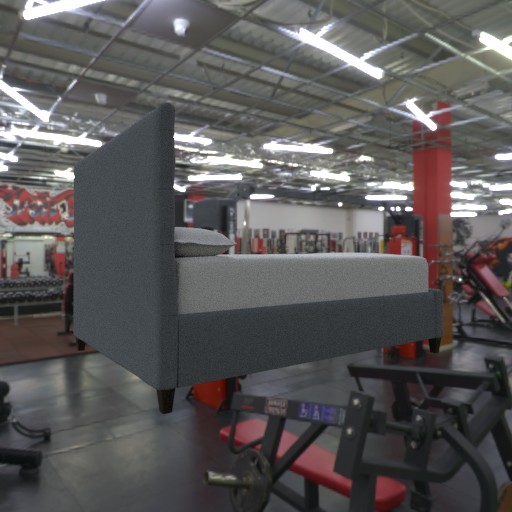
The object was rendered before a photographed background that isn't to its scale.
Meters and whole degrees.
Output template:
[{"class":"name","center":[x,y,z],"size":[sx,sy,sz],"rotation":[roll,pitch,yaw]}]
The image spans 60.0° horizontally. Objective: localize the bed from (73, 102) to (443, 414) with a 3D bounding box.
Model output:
[{"class":"bed","center":[0.000,0.000,3.315],"size":[2.231,1.427,1.698],"rotation":[0,1,-35]}]
